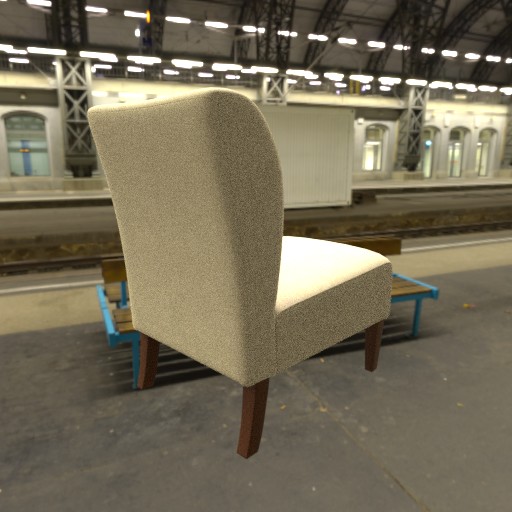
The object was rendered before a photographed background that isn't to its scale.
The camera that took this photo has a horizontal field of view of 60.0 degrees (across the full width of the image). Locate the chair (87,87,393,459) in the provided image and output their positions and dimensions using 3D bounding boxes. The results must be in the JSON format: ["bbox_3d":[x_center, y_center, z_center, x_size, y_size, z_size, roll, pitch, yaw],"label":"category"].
[{"bbox_3d":[0.000,0.000,1.314,0.521,0.833,0.754,12,18,43],"label":"chair"}]
